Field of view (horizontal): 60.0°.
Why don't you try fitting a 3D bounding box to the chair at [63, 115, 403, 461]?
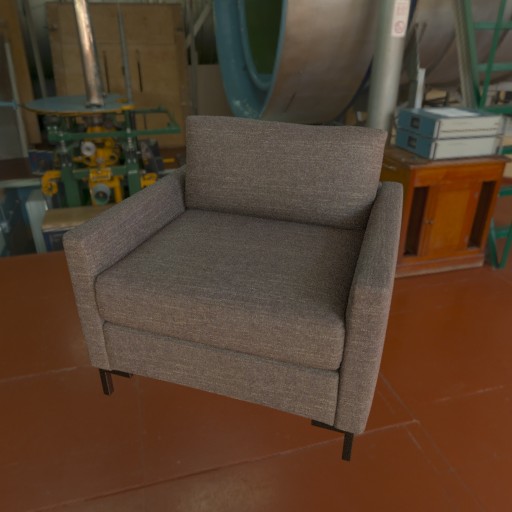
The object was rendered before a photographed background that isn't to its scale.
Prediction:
[{"bbox_3d":[0.000,0.000,1.559,0.940,0.841,0.845,9,28,16],"label":"chair"}]
